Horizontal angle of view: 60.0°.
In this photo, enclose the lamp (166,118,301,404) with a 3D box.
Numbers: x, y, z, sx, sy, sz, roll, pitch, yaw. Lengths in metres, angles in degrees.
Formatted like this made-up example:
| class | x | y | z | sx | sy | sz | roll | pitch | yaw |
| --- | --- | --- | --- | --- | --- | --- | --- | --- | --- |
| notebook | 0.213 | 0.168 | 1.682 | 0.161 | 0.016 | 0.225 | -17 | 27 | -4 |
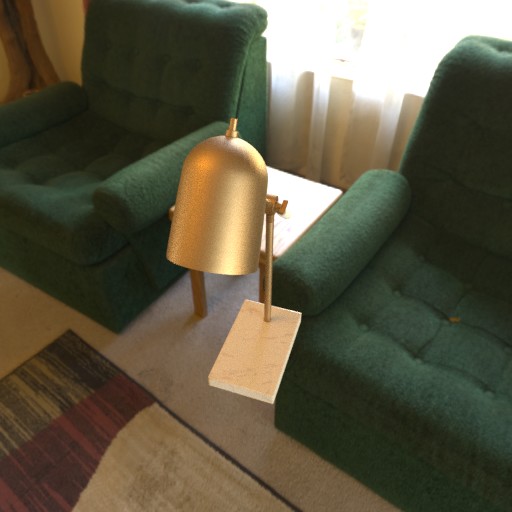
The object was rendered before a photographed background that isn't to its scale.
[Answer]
| class | x | y | z | sx | sy | sz | roll | pitch | yaw |
| --- | --- | --- | --- | --- | --- | --- | --- | --- | --- |
| lamp | 0.000 | 0.000 | 0.814 | 0.144 | 0.603 | 0.471 | 12 | 42 | 14 |
